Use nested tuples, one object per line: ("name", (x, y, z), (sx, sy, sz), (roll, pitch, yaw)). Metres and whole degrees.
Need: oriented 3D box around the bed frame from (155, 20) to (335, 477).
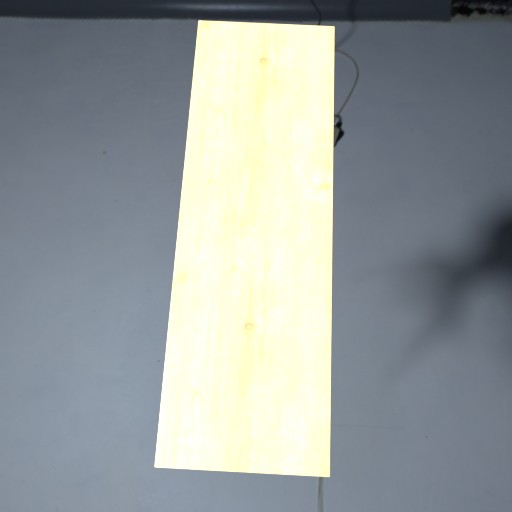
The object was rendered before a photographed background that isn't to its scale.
("bed frame", (0.000, 0.000, 1.650), (0.430, 0.850, 1.300), (3, 76, 1))
